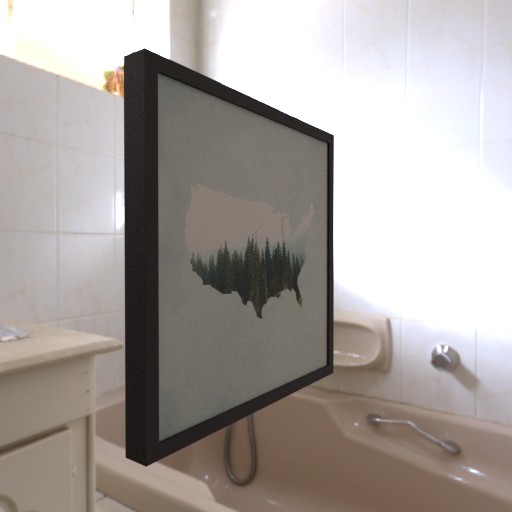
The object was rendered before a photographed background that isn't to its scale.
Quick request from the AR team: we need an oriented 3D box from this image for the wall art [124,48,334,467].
[{"bbox_3d":[0.000,0.000,0.755,0.040,0.509,0.509,1,1,36],"label":"wall art"}]
